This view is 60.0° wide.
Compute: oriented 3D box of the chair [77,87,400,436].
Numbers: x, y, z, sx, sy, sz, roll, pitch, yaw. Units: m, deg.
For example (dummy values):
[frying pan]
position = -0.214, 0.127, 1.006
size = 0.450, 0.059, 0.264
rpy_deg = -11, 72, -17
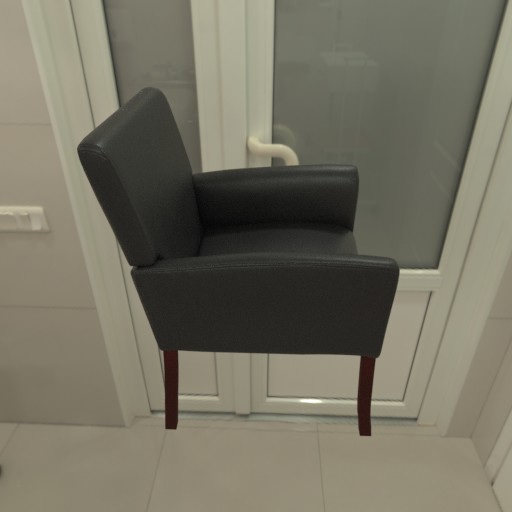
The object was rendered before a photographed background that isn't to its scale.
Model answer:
[chair]
position = 0.000, 0.000, 1.469
size = 0.772, 0.951, 0.683
rpy_deg = 1, 32, 2
